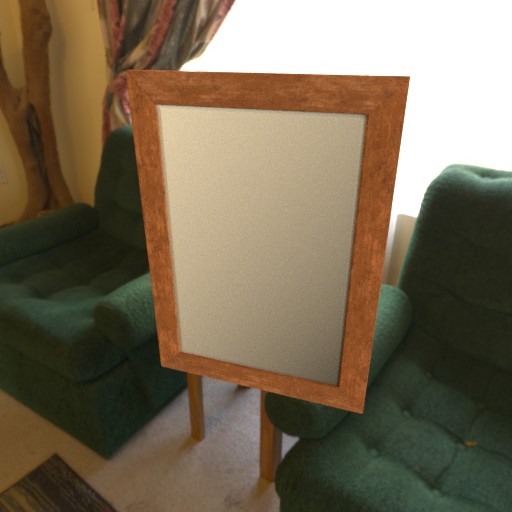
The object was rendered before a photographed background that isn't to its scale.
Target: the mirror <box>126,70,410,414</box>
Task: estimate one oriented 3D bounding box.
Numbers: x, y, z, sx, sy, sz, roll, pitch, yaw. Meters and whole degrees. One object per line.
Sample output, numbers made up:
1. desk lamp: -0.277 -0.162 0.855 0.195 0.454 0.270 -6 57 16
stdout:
1. mirror: 0.000 0.000 1.434 0.796 1.099 0.028 8 27 17
